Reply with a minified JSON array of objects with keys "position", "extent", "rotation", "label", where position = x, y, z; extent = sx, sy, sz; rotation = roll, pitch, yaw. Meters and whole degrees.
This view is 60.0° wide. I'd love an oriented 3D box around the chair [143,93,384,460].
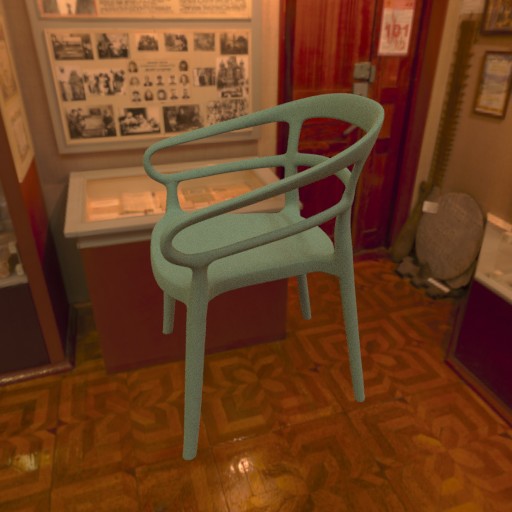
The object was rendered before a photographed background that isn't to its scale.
[{"position":[0.000,0.000,1.144],"extent":[0.527,0.761,0.559],"rotation":[-8,29,-14],"label":"chair"}]
